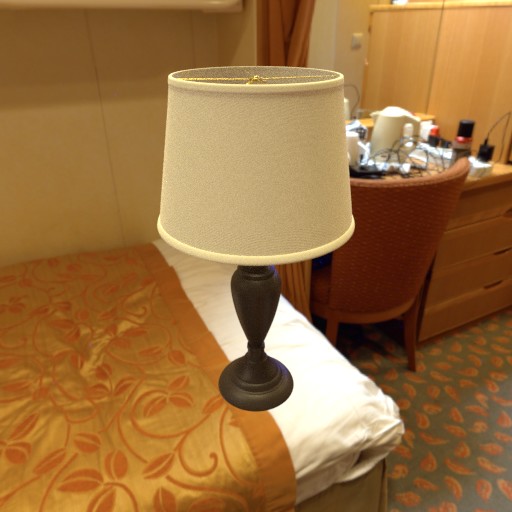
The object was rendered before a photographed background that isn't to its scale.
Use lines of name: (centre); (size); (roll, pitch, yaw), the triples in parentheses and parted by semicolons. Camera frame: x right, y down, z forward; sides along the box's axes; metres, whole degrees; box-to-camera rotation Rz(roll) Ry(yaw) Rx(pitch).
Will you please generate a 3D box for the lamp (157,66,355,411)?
lamp: (0.000, 0.000, 0.801); (0.335, 0.611, 0.335); (0, 28, 0)
